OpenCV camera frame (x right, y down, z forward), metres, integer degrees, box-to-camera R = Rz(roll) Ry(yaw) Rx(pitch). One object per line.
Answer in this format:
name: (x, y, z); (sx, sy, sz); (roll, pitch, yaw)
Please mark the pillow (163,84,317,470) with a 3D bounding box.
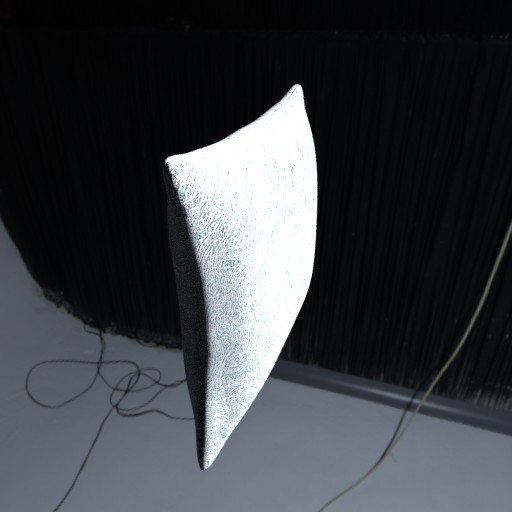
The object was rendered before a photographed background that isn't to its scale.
pillow: (0.000, 0.000, 0.795); (0.166, 0.507, 0.526); (10, 31, 17)
